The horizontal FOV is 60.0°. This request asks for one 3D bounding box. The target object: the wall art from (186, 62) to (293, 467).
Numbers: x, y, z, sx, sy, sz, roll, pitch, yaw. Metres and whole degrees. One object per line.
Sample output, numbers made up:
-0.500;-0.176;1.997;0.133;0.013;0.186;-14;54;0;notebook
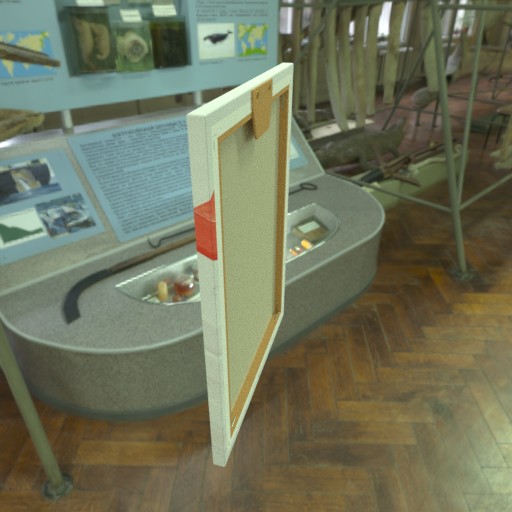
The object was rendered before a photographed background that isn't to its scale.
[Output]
0.000;0.000;1.368;0.045;1.014;0.759;8;31;14;wall art
